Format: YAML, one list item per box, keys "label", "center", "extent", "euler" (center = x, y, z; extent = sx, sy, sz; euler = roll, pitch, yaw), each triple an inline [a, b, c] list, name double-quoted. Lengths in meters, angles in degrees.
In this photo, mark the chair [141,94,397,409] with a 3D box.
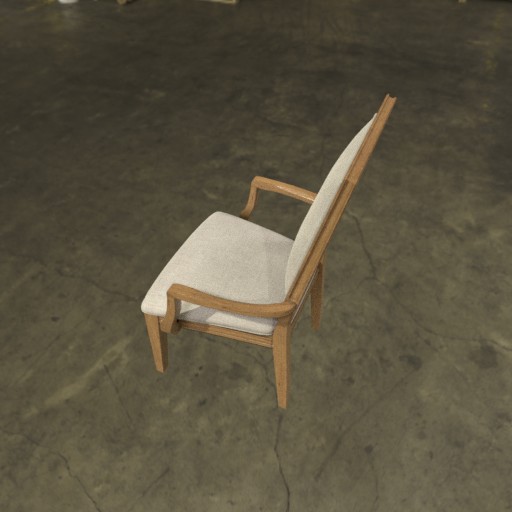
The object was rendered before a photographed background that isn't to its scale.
- label: "chair"
  center: [0.000, 0.000, 1.414]
  extent: [0.602, 0.990, 0.606]
  euler: [17, 46, 17]
